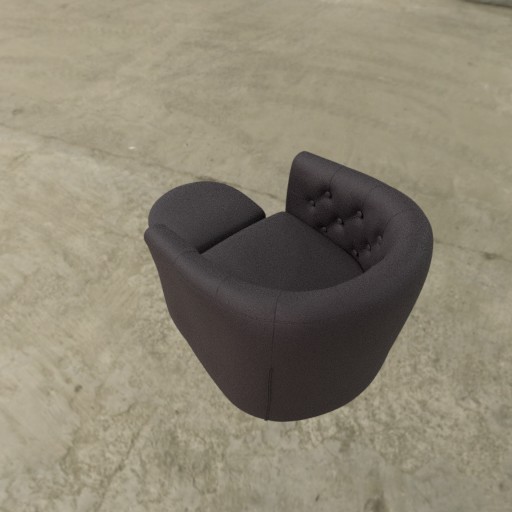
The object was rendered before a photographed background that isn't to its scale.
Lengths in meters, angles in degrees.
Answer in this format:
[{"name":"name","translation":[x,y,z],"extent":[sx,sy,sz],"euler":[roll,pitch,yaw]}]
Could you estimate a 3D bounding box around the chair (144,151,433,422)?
[{"name":"chair","translation":[0.000,0.000,1.679],"extent":[0.763,0.760,1.191],"euler":[-31,54,-26]}]
